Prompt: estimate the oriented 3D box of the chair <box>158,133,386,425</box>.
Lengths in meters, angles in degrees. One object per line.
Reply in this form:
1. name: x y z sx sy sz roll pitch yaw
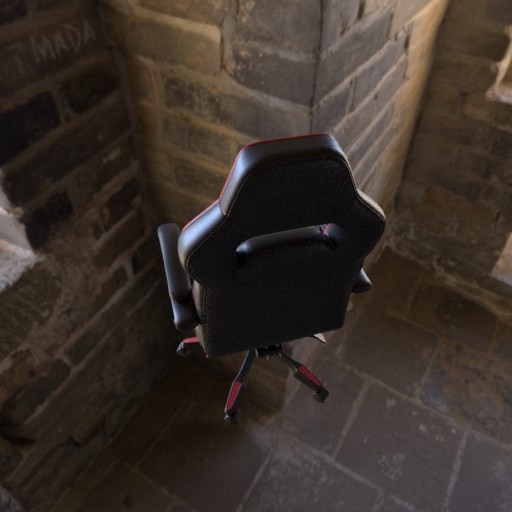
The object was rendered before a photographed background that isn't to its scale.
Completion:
1. chair: 0.000 0.000 1.634 0.700 1.220 0.700 -11 43 -11
